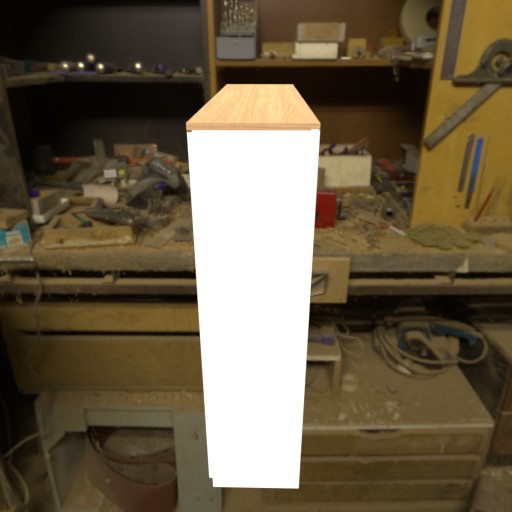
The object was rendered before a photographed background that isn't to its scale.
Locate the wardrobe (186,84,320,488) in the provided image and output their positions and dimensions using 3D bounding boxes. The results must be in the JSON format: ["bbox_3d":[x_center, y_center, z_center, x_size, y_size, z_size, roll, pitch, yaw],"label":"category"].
[{"bbox_3d":[0.000,0.000,3.334,0.590,2.260,2.160,1,25,1],"label":"wardrobe"}]
